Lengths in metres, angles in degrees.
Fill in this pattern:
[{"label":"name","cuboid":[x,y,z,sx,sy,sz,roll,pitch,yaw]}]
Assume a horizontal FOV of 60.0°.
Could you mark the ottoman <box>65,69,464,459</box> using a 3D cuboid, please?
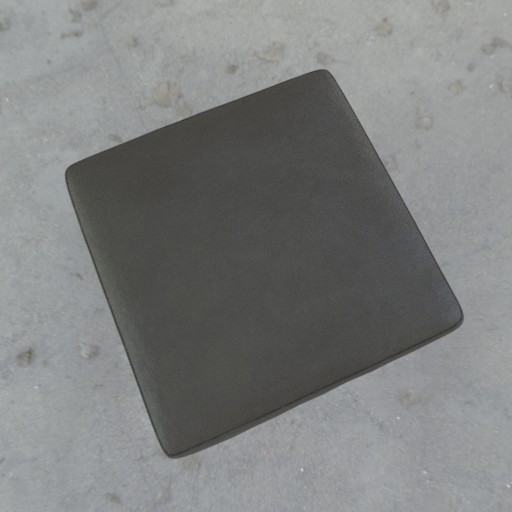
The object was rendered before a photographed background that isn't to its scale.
[{"label":"ottoman","cuboid":[0.000,0.000,1.308,0.836,0.415,0.844,-23,77,-6]}]
